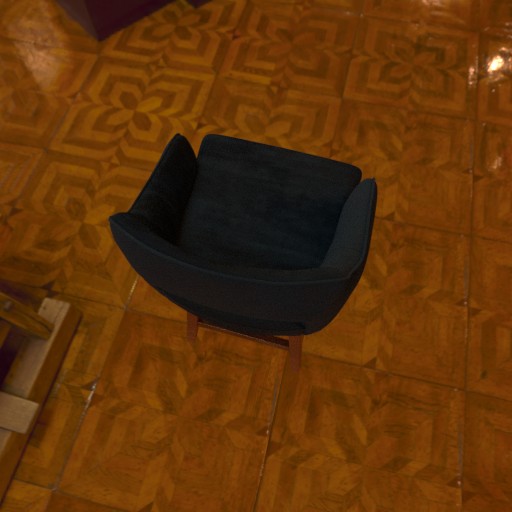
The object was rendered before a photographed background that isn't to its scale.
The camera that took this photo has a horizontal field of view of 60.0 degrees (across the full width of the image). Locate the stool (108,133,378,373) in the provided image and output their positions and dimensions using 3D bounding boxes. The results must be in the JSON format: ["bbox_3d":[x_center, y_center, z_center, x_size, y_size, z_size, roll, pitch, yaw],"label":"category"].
[{"bbox_3d":[0.000,0.000,1.253,0.550,0.940,0.560,14,65,7],"label":"stool"}]
